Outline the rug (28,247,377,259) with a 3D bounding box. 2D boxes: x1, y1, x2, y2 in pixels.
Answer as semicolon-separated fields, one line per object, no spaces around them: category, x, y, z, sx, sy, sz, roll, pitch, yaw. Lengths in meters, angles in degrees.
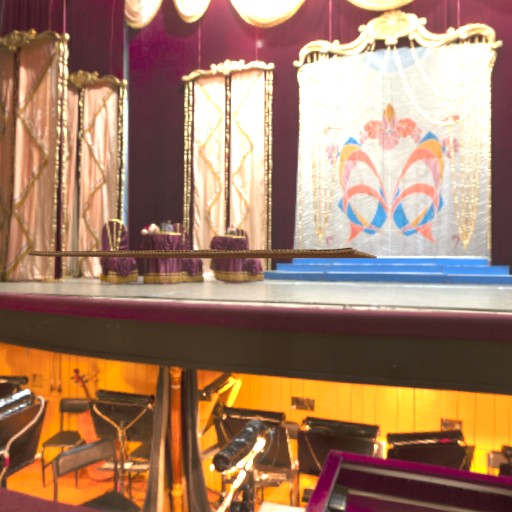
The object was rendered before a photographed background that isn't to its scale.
rug;0.000;0.000;3.041;1.521;0.034;2.438;0;-1;17
